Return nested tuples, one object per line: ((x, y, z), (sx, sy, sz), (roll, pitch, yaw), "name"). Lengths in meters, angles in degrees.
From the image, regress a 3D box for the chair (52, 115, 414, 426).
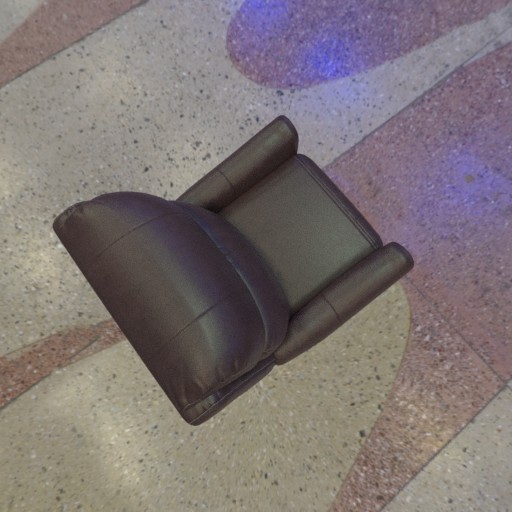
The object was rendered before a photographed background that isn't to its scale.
((0.000, 0.000, 1.760), (1.014, 1.054, 0.838), (-37, 78, -9), "chair")
